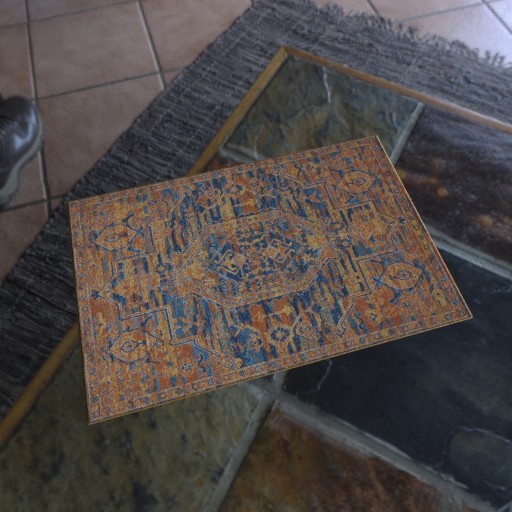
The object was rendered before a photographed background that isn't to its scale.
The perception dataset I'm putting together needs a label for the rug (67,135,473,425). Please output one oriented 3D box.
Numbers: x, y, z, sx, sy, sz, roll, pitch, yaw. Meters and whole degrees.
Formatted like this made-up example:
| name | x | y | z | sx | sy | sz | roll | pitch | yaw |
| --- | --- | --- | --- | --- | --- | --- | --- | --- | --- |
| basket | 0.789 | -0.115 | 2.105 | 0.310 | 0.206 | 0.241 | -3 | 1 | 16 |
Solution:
| name | x | y | z | sx | sy | sz | roll | pitch | yaw |
| --- | --- | --- | --- | --- | --- | --- | --- | --- | --- |
| rug | 0.000 | 0.000 | 2.188 | 1.758 | 0.013 | 1.148 | -14 | 63 | -7 |
